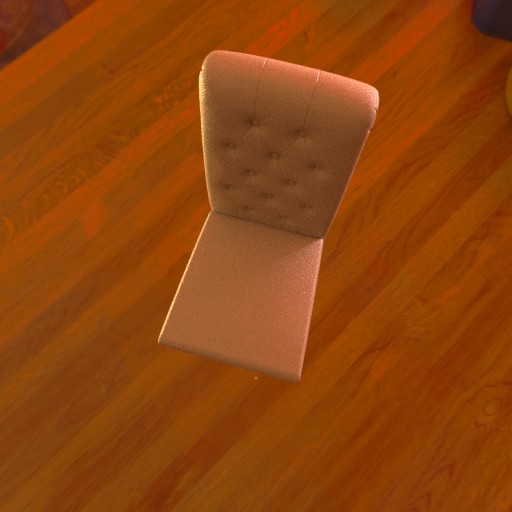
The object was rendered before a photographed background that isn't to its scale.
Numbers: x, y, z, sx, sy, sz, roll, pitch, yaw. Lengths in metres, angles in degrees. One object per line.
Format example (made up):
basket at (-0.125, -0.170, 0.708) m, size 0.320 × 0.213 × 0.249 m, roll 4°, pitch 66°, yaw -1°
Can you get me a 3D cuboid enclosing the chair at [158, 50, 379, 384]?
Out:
chair at (0.000, 0.000, 1.378) m, size 0.456 × 1.006 × 0.671 m, roll 15°, pitch 75°, yaw 4°
